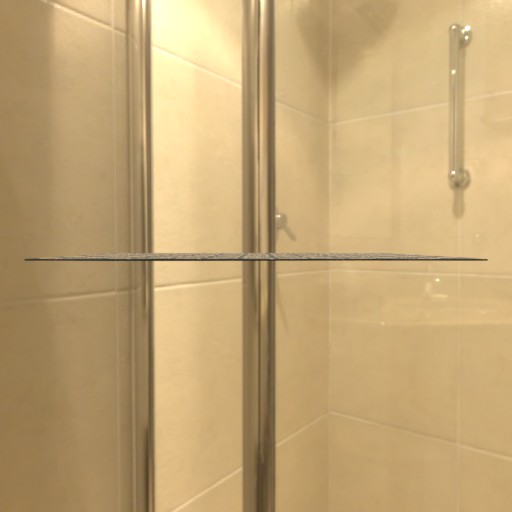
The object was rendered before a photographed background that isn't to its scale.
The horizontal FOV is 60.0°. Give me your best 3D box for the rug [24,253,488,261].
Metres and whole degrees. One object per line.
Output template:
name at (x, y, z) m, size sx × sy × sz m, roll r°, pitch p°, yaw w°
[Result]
rug at (0.000, 0.000, 4.402) m, size 3.342 × 0.018 × 2.432 m, roll 0°, pitch 1°, yaw 0°
